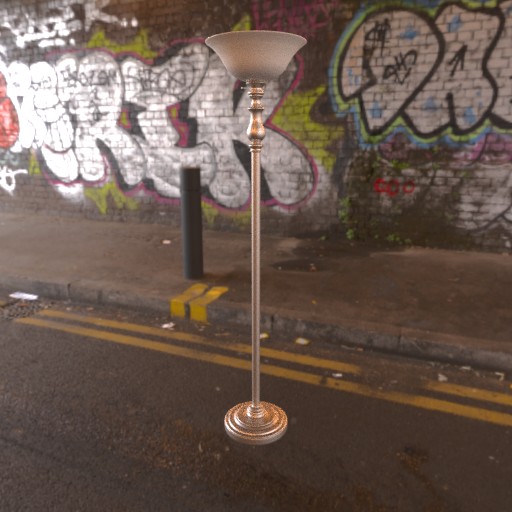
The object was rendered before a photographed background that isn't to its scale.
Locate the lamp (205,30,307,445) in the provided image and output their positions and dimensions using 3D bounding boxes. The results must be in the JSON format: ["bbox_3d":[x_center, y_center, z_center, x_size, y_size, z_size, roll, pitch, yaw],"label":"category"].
[{"bbox_3d":[0.000,0.000,2.003,0.405,1.771,0.405,-7,16,-26],"label":"lamp"}]
